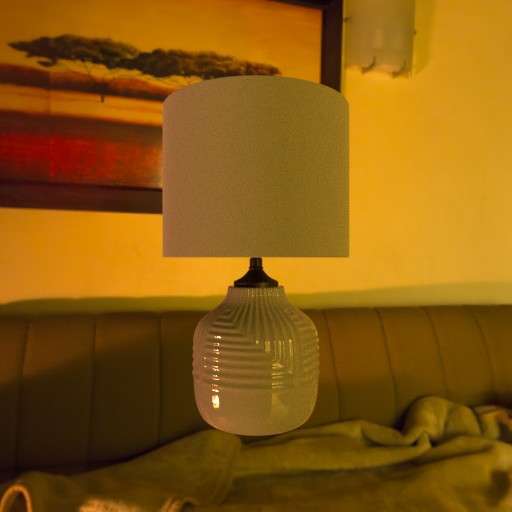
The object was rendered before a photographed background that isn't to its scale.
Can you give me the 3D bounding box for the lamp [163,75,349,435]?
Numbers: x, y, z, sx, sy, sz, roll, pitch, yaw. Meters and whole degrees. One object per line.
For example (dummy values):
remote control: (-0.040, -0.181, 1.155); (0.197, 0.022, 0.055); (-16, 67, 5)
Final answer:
lamp: (0.000, 0.000, 0.770); (0.318, 0.567, 0.318); (0, 0, 0)
